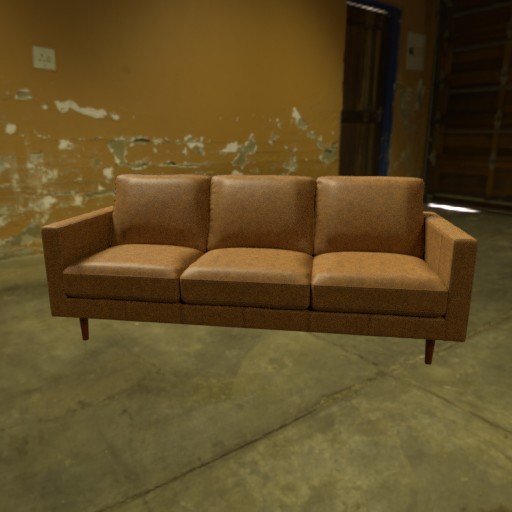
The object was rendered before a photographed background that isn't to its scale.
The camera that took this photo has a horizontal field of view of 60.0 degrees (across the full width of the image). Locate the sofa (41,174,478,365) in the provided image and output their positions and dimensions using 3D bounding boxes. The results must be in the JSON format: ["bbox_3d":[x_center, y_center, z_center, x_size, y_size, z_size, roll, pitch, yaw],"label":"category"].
[{"bbox_3d":[0.000,0.000,2.679,2.231,0.930,0.903,2,14,8],"label":"sofa"}]
